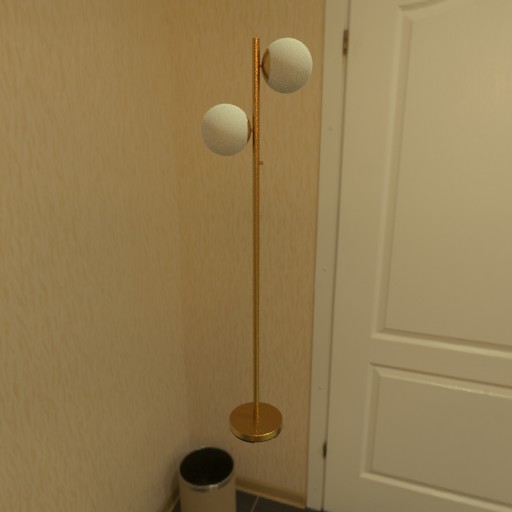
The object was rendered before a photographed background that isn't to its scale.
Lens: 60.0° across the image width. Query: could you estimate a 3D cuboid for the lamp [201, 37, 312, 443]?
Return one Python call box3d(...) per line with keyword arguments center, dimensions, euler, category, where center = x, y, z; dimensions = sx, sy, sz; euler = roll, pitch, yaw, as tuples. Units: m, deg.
box3d(center=(0.000, 0.000, 1.828), dimensions=(0.419, 1.641, 0.249), euler=(-3, 17, -9), category="lamp")
